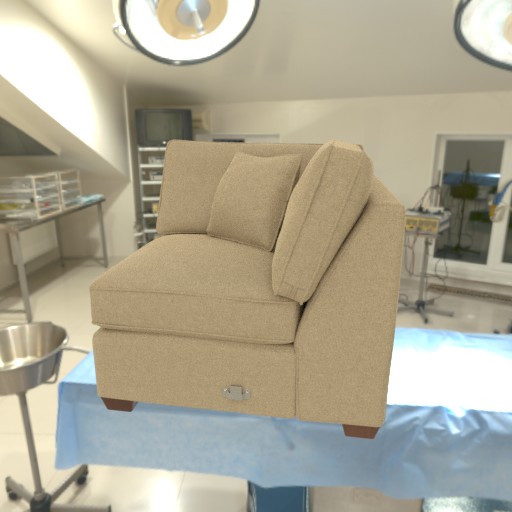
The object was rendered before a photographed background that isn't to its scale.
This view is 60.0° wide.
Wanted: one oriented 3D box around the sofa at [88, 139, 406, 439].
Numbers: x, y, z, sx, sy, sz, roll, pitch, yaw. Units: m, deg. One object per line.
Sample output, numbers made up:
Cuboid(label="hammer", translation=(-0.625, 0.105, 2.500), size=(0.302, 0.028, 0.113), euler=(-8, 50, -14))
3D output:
Cuboid(label="sofa", translation=(0.000, 0.000, 1.969), size=(1.084, 1.002, 1.146), euler=(3, 16, 9))
